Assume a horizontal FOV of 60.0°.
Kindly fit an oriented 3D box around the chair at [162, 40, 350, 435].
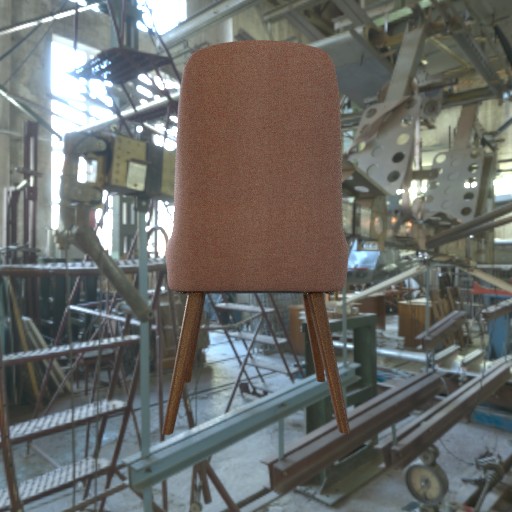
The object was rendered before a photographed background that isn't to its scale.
[{"bbox_3d":[0.000,0.000,1.287,0.535,0.918,0.707,0,0,0],"label":"chair"}]
